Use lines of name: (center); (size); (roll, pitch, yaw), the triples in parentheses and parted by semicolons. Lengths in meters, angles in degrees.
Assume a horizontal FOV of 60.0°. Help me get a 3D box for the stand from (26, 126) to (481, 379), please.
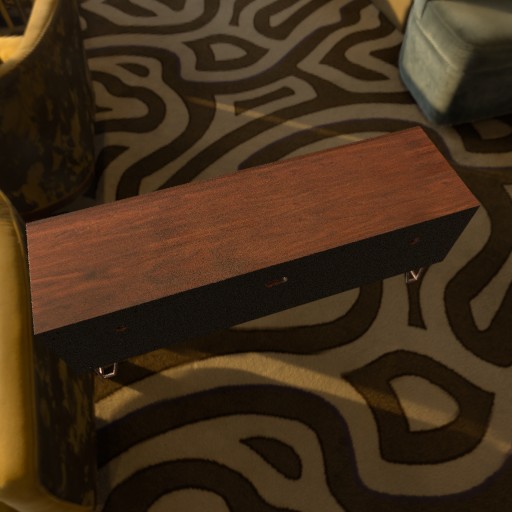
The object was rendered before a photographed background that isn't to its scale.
stand: (0.000, 0.000, 1.907); (1.626, 0.610, 0.481); (-16, 59, -10)
